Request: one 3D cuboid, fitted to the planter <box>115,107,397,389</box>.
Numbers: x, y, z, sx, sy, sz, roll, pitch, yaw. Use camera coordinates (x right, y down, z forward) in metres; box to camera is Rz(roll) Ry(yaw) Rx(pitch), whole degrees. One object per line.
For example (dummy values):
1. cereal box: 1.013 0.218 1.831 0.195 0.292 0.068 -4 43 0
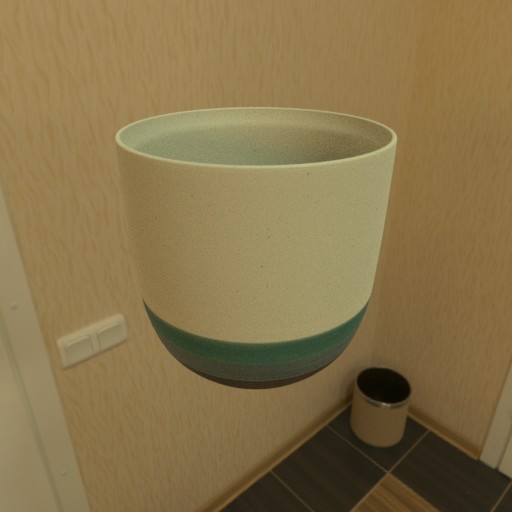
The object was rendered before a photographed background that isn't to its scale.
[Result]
1. planter: 0.000 0.000 0.380 0.204 0.214 0.204 0 27 0
